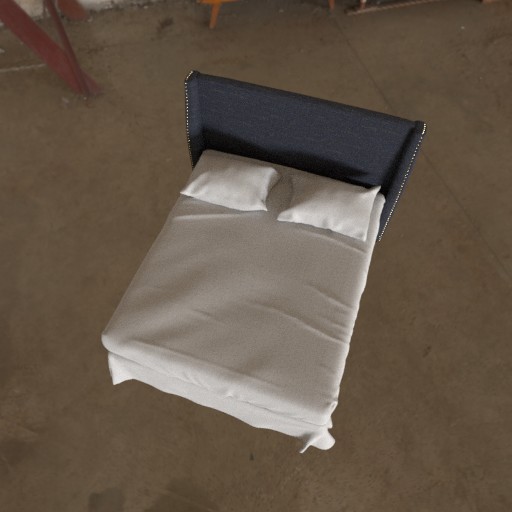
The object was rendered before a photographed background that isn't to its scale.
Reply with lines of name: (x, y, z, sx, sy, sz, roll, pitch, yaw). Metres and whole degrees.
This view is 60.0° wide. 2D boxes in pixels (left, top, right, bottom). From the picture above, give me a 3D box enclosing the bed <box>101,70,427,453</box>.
bed: (0.000, 0.000, 3.415, 1.925, 1.332, 2.276, 16, 60, 10)
